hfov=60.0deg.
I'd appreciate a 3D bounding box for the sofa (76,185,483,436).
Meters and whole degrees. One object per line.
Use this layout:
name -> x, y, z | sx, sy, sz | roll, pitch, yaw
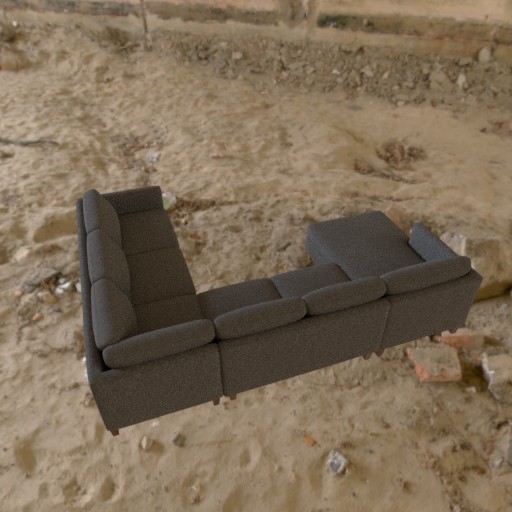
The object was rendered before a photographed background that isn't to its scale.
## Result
sofa -> 0.000, 0.000, 4.406 | 3.238, 0.853, 2.551 | -12, 40, -15
